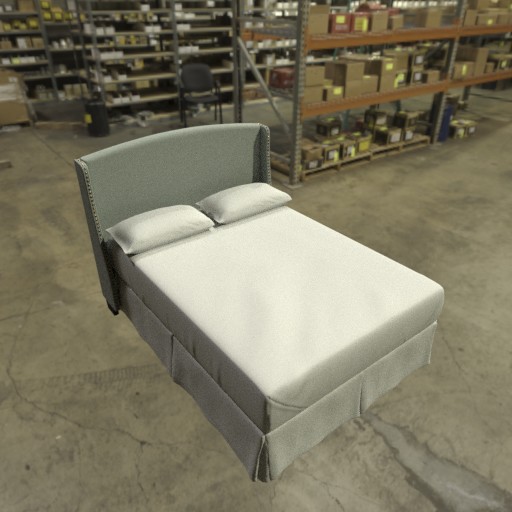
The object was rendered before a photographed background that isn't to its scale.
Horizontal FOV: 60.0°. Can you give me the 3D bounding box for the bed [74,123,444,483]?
[{"bbox_3d":[0.000,0.000,3.274,1.710,1.407,2.237,-22,37,-31],"label":"bed"}]
